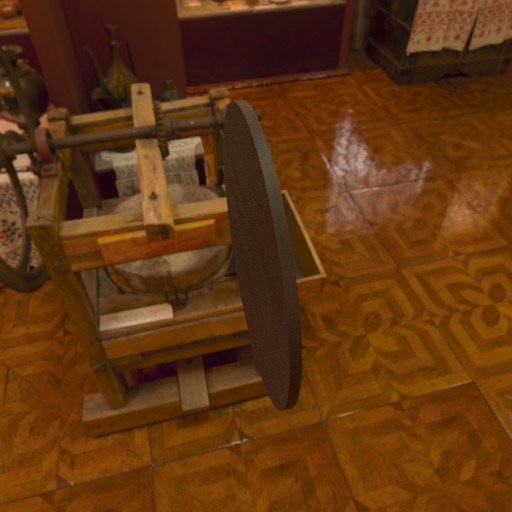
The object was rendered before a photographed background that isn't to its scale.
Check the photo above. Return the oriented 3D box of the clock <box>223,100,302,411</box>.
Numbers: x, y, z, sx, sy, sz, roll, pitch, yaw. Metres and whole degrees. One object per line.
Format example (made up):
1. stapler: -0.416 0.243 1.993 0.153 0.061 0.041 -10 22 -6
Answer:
1. clock: 0.000 0.000 0.893 0.029 0.595 0.595 -9 47 -9
